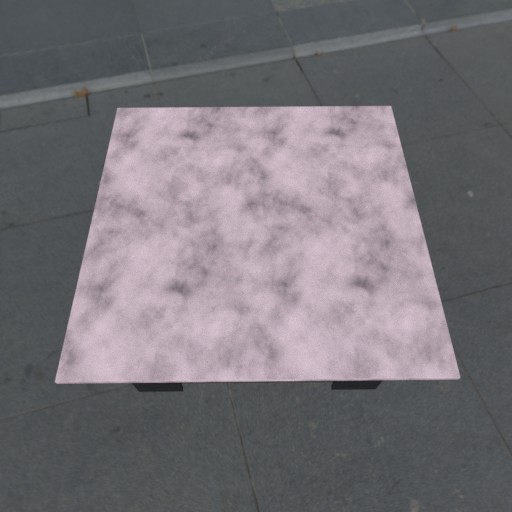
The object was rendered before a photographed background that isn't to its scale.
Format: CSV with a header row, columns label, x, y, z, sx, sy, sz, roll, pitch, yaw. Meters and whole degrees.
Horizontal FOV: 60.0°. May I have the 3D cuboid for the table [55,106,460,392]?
label,x,y,z,sx,sy,sz,roll,pitch,yaw
table,0.000,0.000,1.037,0.670,0.305,0.670,-1,58,0
